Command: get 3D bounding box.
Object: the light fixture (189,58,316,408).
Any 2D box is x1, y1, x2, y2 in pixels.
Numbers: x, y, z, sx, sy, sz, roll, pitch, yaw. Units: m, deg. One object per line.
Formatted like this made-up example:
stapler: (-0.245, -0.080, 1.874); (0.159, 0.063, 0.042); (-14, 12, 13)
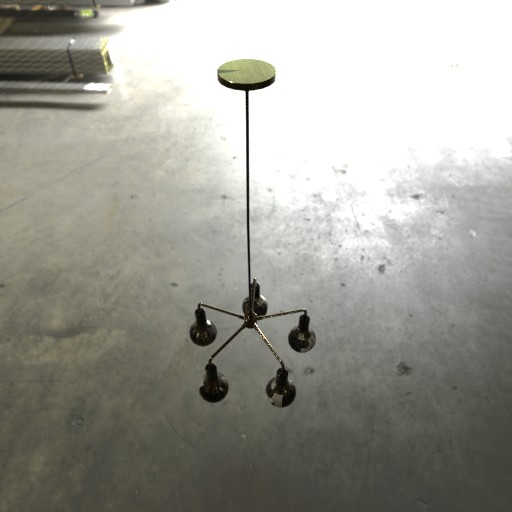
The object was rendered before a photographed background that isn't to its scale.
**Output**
light fixture: (0.000, 0.000, 1.174); (0.421, 0.988, 0.438); (-10, 47, -10)
